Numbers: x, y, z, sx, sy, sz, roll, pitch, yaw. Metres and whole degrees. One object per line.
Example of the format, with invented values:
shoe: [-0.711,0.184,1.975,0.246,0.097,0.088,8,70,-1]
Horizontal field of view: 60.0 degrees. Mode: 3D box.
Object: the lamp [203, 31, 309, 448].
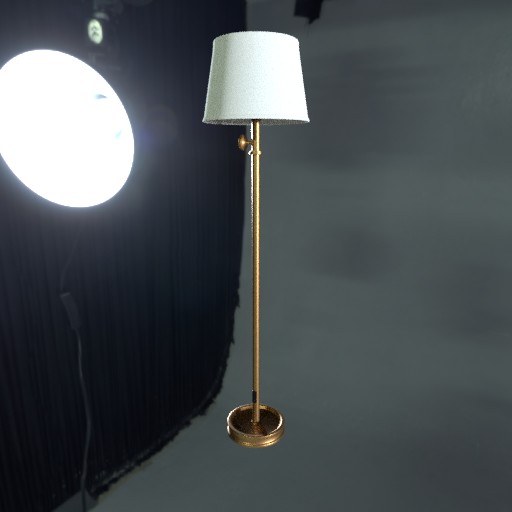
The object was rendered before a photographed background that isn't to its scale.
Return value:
lamp: [0.000,0.000,0.799,0.178,0.710,0.178,0,13,0]
